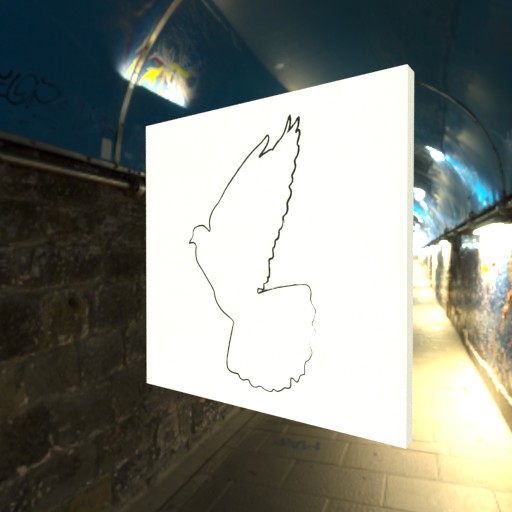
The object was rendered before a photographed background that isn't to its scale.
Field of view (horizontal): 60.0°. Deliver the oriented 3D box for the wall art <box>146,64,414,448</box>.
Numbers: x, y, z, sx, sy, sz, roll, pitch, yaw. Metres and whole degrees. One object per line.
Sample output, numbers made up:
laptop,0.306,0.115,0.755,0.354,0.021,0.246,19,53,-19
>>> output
wall art,0.000,0.000,0.893,0.610,0.610,0.038,1,1,35
